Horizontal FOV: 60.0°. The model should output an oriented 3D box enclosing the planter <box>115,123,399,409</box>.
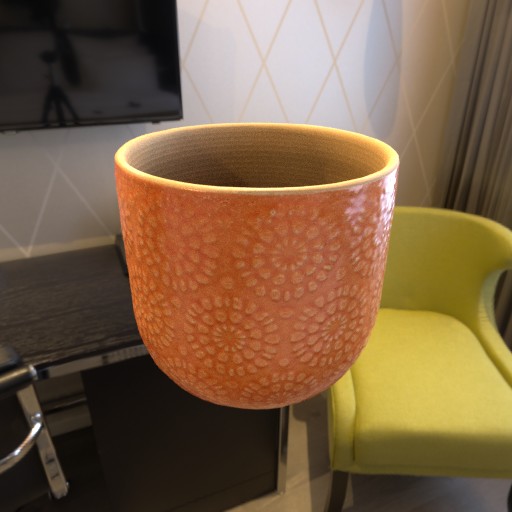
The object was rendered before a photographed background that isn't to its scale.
[{"bbox_3d":[0.000,0.000,0.294,0.170,0.152,0.170,0,27,0],"label":"planter"}]
